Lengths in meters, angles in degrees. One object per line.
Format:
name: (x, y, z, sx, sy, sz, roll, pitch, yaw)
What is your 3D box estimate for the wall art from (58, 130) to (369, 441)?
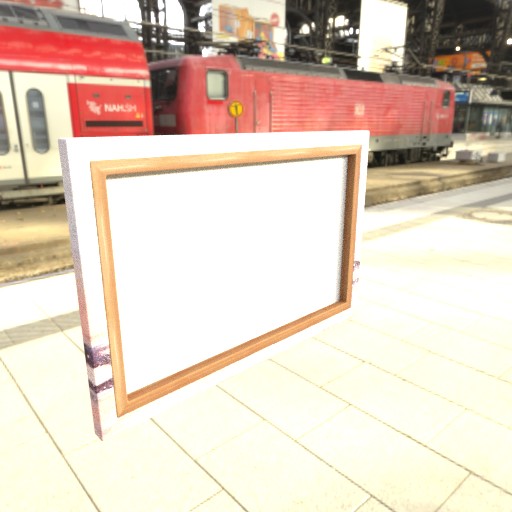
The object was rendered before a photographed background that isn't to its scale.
wall art: (0.000, 0.000, 1.143, 0.913, 0.609, 0.038, -15, 23, -41)
